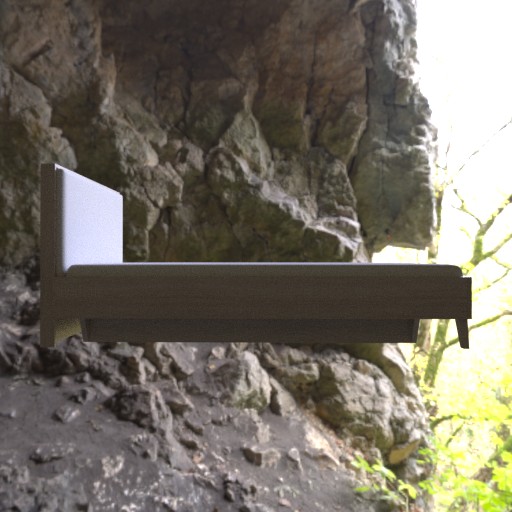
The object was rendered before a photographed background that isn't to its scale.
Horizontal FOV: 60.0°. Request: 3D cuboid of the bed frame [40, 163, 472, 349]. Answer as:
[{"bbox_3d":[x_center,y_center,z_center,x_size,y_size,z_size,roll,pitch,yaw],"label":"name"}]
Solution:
[{"bbox_3d":[0.000,0.000,2.691,2.140,0.920,0.990,0,0,1],"label":"bed frame"}]
